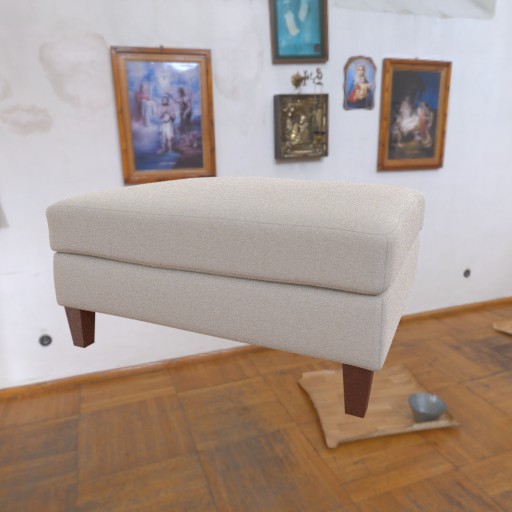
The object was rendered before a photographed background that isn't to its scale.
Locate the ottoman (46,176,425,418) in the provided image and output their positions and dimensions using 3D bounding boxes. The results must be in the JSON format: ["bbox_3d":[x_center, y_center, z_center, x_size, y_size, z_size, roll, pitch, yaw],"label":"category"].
[{"bbox_3d":[0.000,0.000,1.472,0.976,0.492,0.836,7,16,24],"label":"ottoman"}]
